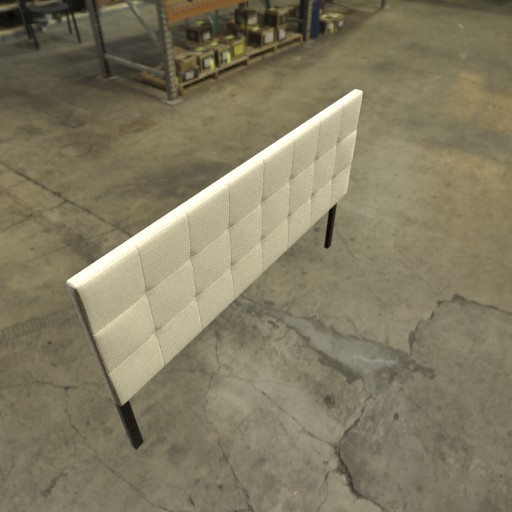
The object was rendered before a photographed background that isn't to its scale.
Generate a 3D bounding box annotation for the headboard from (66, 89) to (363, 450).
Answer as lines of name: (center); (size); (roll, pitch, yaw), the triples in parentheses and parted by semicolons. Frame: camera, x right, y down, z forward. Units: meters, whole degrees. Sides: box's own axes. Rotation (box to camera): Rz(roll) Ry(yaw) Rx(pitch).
headboard: (0.000, 0.000, 2.813); (0.120, 1.410, 2.362); (26, 48, 26)
